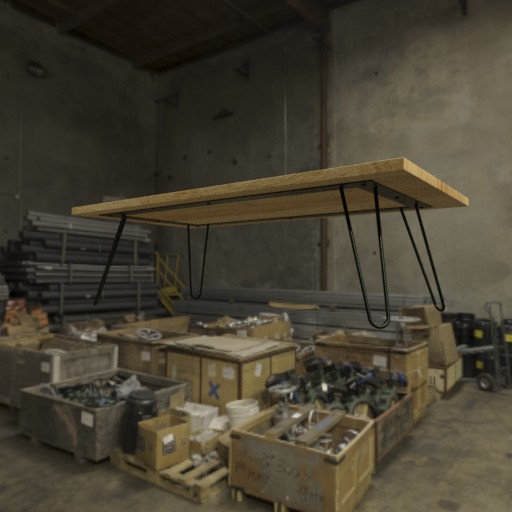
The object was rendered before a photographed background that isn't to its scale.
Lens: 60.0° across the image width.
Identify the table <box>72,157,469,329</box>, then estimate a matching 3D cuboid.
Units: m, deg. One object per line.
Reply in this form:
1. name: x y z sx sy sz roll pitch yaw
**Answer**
1. table: 0.000 0.000 1.676 1.348 0.400 0.699 -1 -3 36
